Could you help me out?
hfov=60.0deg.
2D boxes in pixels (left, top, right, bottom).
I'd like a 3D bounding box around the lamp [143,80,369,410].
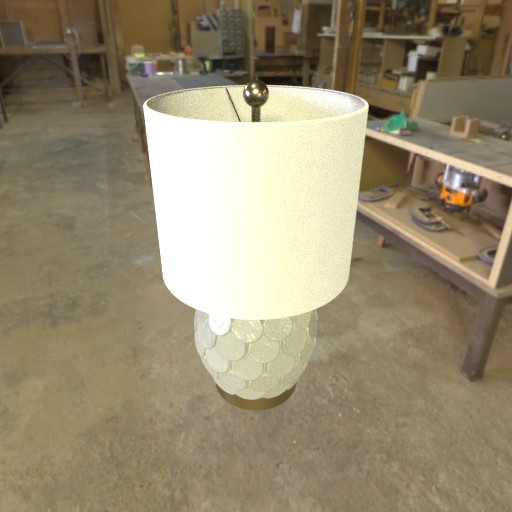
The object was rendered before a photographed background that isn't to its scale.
[{"bbox_3d":[0.000,0.000,0.608,0.254,0.452,0.254,0,28,0],"label":"lamp"}]
